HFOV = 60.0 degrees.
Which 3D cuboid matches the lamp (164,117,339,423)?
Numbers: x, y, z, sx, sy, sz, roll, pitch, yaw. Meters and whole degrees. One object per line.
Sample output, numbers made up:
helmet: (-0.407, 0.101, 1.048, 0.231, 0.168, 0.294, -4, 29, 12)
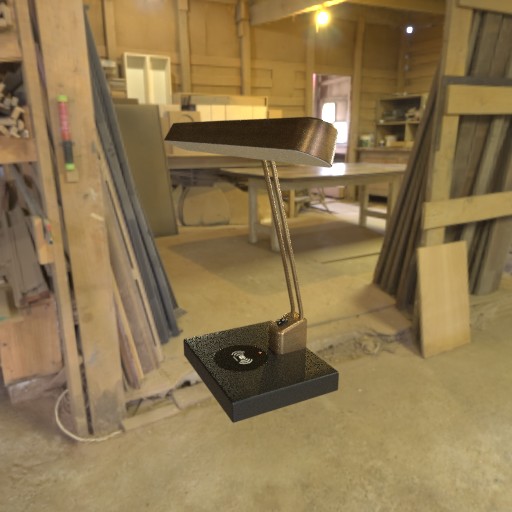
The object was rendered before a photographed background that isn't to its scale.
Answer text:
lamp: (0.000, 0.000, 0.592, 0.156, 0.345, 0.412, -8, 18, -26)
